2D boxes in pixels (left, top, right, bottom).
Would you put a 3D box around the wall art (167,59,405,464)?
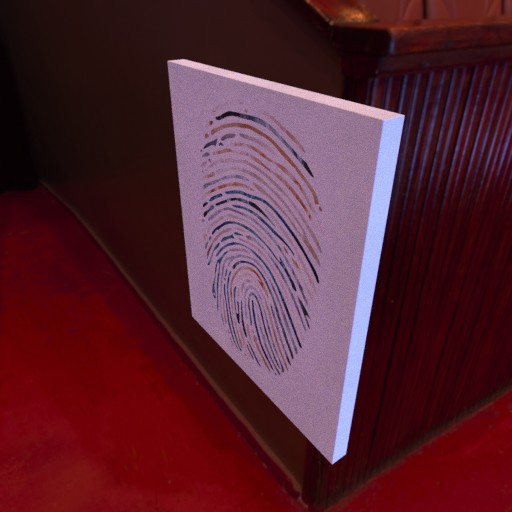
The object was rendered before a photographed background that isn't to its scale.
[{"bbox_3d":[0.000,0.000,0.812,0.037,0.606,0.508,-21,38,-30],"label":"wall art"}]
